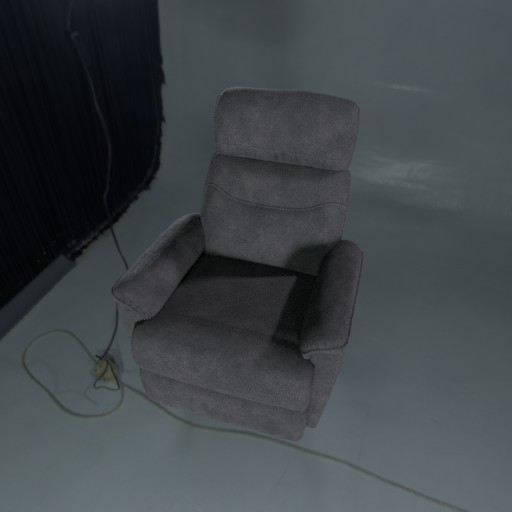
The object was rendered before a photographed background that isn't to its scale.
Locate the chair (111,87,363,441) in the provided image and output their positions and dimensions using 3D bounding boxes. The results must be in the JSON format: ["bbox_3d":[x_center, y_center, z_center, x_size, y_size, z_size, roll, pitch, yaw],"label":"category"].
[{"bbox_3d":[0.000,0.000,1.775,0.830,1.035,1.009,11,41,13],"label":"chair"}]
